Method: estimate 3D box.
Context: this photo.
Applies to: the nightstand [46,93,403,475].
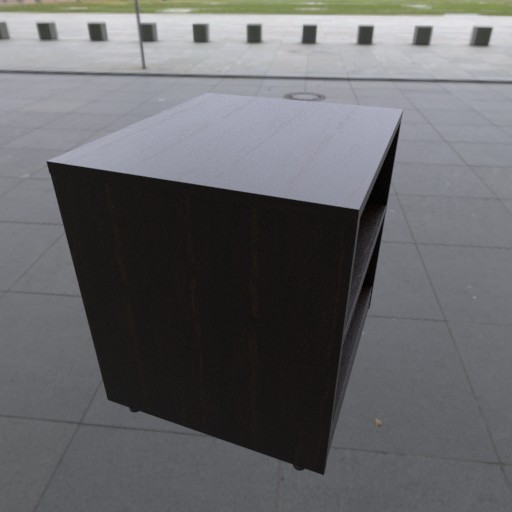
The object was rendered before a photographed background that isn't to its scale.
[{"bbox_3d":[0.000,0.000,0.862,0.427,0.487,0.489,11,33,18],"label":"nightstand"}]
